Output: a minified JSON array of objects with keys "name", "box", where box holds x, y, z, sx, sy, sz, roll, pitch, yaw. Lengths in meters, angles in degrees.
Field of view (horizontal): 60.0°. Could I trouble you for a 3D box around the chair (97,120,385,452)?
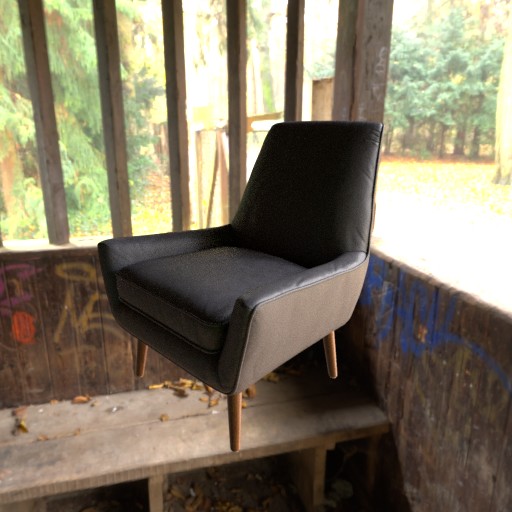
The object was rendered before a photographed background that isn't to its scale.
[{"name":"chair","box":[0.000,0.000,1.514,0.822,0.888,0.787,-15,22,-41]}]
